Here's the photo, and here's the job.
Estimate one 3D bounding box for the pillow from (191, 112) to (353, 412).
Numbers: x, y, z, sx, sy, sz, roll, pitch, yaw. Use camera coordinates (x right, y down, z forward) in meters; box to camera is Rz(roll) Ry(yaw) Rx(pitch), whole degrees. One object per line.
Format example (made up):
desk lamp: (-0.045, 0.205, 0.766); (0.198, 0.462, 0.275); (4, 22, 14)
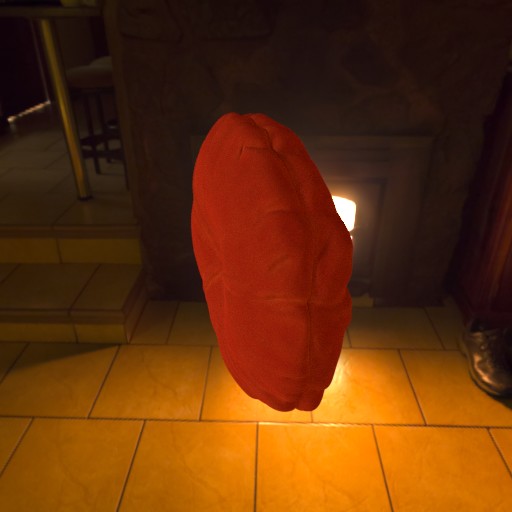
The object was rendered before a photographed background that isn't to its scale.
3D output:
pillow: (0.000, 0.000, 0.658); (0.148, 0.407, 0.428); (-9, 30, -16)
